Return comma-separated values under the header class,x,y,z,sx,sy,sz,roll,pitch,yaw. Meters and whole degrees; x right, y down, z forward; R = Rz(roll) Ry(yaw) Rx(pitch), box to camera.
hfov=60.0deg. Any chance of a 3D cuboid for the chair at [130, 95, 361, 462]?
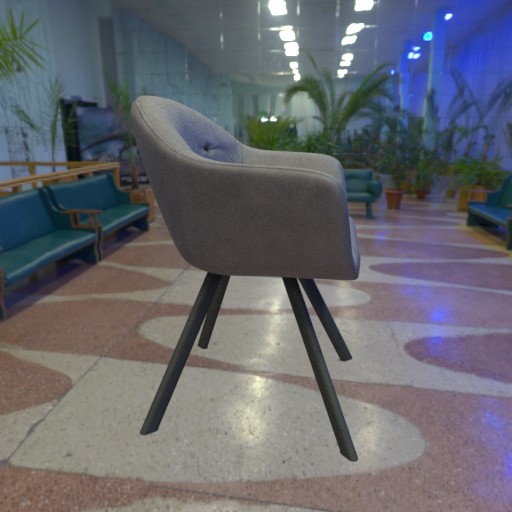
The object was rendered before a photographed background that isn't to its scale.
class,x,y,z,sx,sy,sz,roll,pitch,yaw
chair,0.000,0.000,1.141,0.544,0.781,0.567,3,16,10
